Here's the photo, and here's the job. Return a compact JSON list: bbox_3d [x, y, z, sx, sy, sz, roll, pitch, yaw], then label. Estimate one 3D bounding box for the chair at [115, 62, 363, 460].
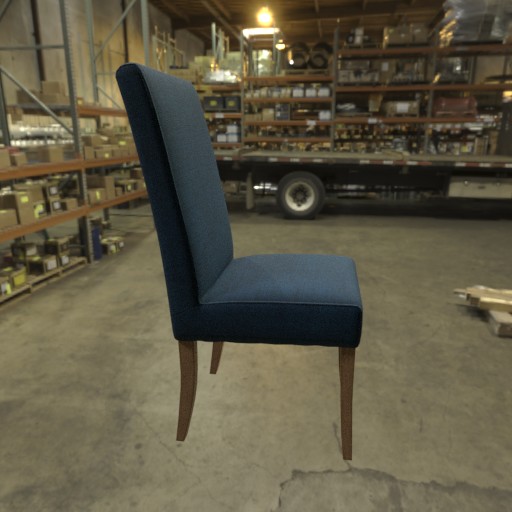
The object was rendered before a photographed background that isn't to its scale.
[{"bbox_3d":[0.000,0.000,1.324,0.610,1.029,0.450,3,16,9],"label":"chair"}]
